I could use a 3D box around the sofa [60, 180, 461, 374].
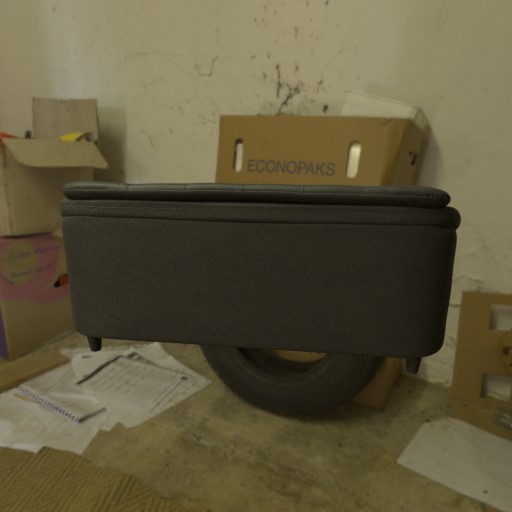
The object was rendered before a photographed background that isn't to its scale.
[{"bbox_3d":[0.000,0.000,2.222,1.829,0.811,0.800,2,16,7],"label":"sofa"}]
